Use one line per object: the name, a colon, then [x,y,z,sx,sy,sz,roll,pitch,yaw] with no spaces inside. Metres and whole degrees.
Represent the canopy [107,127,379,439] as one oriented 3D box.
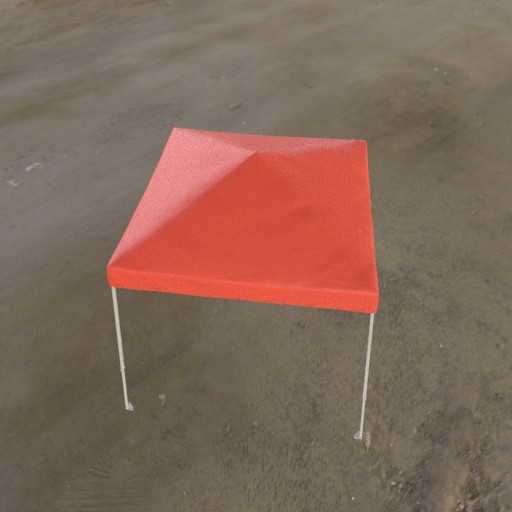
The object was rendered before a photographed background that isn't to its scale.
canopy: [0.000,0.000,5.226,2.850,2.850,2.849,5,47,5]
